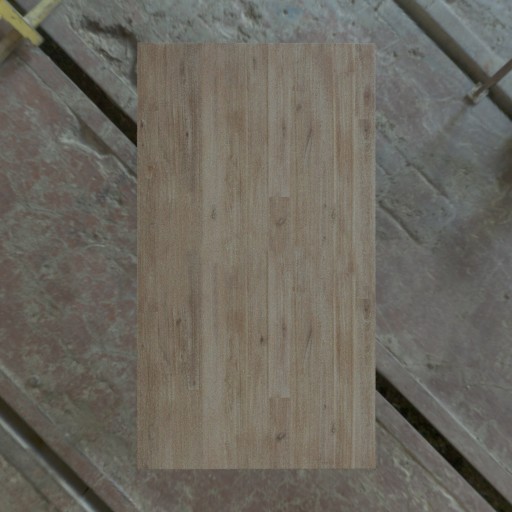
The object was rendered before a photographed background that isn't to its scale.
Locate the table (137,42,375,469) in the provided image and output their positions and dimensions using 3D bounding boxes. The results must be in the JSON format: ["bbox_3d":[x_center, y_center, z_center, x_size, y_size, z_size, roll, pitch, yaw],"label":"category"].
[{"bbox_3d":[0.000,0.000,1.949,0.918,0.531,1.619,0,90,0],"label":"table"}]
